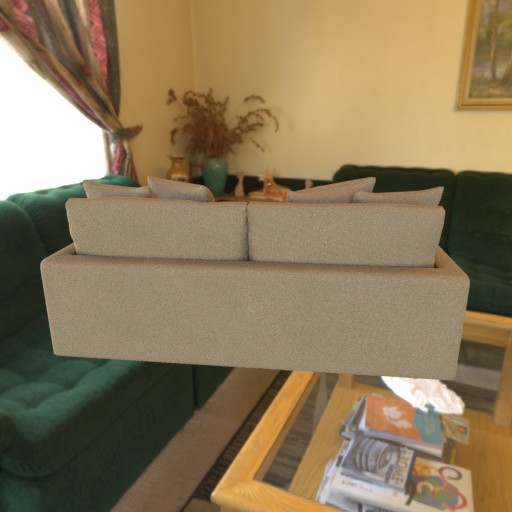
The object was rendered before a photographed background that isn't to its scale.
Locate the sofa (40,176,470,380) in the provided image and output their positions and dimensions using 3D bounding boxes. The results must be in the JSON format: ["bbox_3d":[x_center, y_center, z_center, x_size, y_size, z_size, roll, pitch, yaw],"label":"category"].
[{"bbox_3d":[0.000,0.000,3.000,2.380,1.084,1.228,2,18,6],"label":"sofa"}]
